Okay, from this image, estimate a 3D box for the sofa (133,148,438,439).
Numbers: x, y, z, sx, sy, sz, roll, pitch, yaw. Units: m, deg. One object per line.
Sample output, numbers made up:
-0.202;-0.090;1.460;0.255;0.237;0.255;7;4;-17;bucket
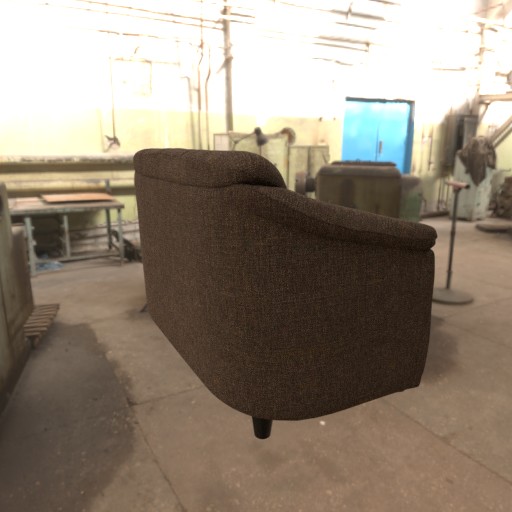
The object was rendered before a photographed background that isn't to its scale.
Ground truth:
0.000;0.000;1.886;0.799;0.895;1.404;-7;16;-27;sofa
